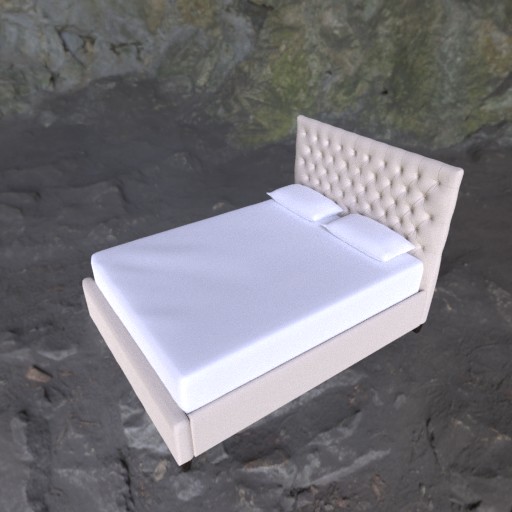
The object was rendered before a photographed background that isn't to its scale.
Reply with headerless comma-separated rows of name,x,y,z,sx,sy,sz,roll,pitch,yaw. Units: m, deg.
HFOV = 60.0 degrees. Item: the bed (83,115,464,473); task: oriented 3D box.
bed,0.000,0.000,3.339,2.233,1.426,1.696,-20,37,-29
